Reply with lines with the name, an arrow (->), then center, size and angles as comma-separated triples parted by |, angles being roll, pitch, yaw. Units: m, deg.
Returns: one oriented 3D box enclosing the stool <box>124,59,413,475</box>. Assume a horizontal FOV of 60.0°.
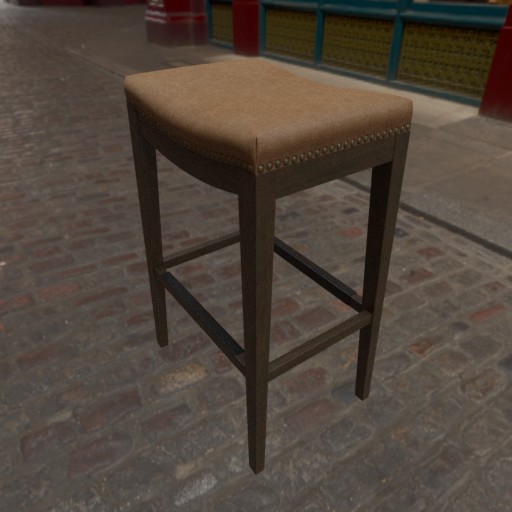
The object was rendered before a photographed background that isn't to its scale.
stool -> 0.000, 0.000, 1.023 | 0.361, 0.759, 0.500 | -22, 39, -29
